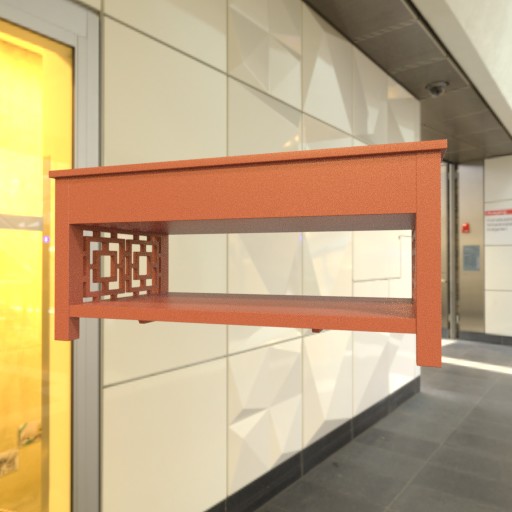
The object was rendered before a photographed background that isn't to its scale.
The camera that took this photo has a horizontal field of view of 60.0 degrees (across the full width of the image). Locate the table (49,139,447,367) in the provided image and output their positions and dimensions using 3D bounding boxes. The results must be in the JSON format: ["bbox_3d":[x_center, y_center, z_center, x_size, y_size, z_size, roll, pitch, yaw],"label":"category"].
[{"bbox_3d":[0.000,0.000,1.408,1.068,0.493,0.612,0,-1,18],"label":"table"}]
